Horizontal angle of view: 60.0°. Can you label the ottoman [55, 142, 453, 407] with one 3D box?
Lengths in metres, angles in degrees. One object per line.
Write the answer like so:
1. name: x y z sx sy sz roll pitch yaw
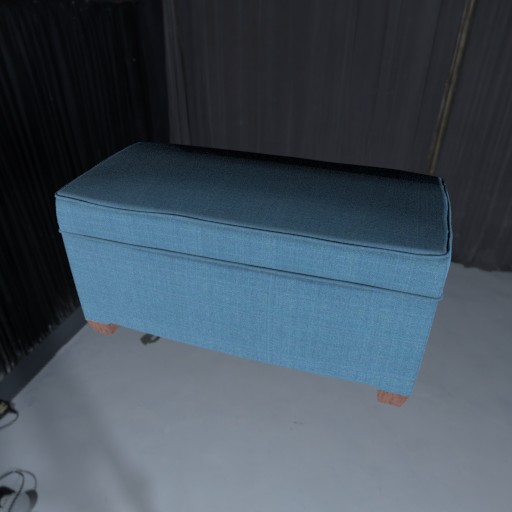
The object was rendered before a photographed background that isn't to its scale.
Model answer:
1. ottoman: 0.000 0.000 1.253 0.943 0.474 0.474 10 34 15
